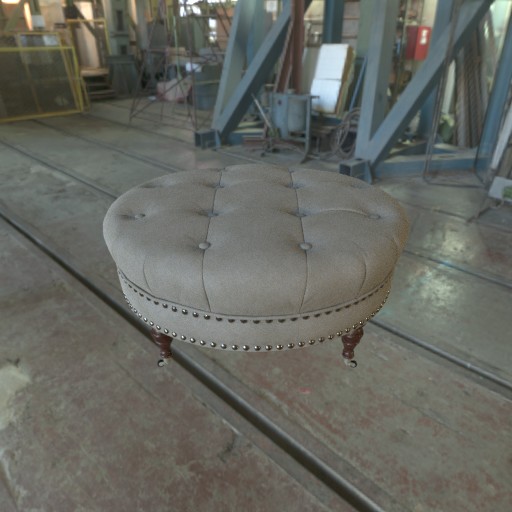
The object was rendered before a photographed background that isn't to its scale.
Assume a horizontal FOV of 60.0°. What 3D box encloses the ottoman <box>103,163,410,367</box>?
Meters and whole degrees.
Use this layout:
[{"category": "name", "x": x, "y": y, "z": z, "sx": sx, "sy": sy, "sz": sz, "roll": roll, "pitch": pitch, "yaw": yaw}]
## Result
[{"category": "ottoman", "x": 0.000, "y": 0.000, "z": 1.428, "sx": 0.901, "sy": 0.439, "sz": 0.901, "roll": 0, "pitch": 27, "yaw": 0}]
